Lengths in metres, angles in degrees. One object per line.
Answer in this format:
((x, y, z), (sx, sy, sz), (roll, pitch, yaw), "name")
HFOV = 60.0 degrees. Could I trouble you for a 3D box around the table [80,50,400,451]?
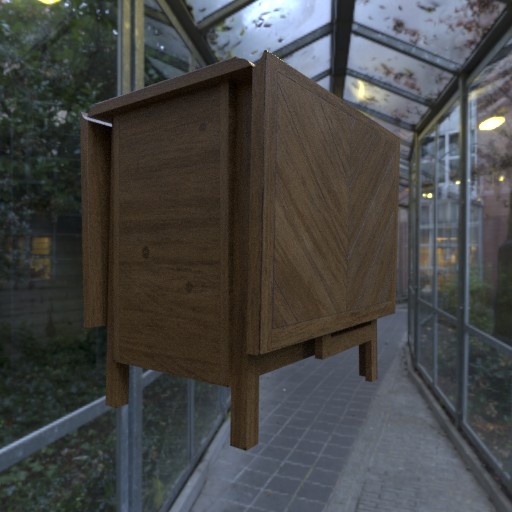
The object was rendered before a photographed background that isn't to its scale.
((0.000, 0.000, 1.279), (0.591, 0.763, 0.746), (0, 0, 36), "table")
